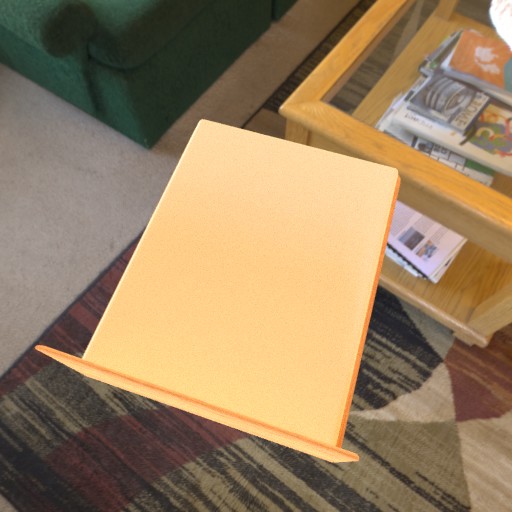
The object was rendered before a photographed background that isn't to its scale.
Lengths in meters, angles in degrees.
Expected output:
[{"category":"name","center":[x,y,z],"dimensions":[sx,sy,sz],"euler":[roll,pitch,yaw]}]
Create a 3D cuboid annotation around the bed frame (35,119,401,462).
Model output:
[{"category":"bed frame","center":[0.000,0.000,2.968],"dimensions":[1.660,0.940,2.092],"euler":[16,66,8]}]
